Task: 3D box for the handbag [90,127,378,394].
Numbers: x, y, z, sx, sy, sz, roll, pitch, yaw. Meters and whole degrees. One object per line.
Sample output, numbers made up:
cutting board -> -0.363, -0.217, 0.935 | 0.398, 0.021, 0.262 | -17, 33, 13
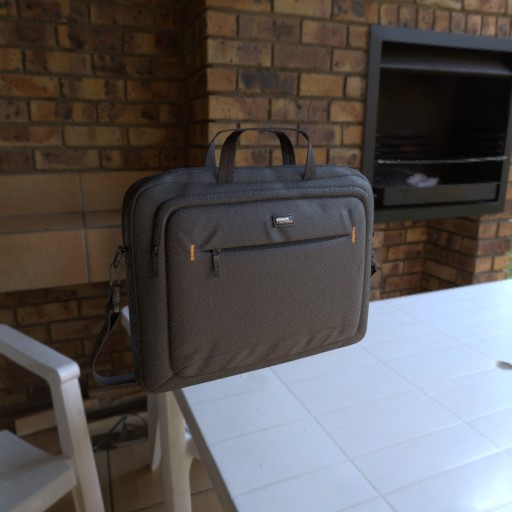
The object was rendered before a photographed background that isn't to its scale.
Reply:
handbag -> 0.000, 0.000, 0.439 | 0.320, 0.244, 0.089 | -7, 16, -26
